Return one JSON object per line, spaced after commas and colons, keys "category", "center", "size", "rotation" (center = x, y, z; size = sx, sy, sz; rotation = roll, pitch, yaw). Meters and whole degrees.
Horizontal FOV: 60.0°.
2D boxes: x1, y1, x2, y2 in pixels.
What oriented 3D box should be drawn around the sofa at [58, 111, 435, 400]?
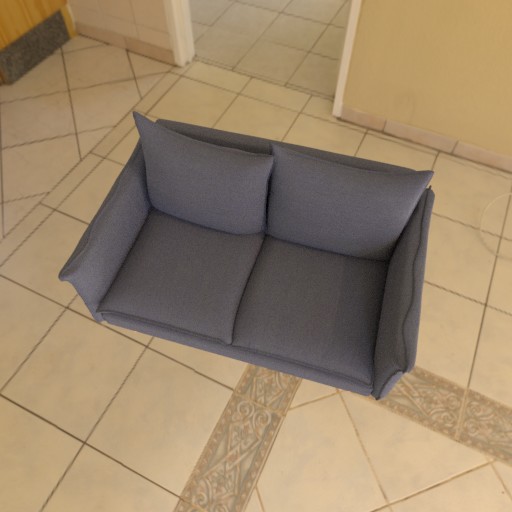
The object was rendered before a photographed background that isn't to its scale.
{"category": "sofa", "center": [0.000, 0.000, 1.843], "size": [1.300, 0.840, 0.820], "rotation": [14, 58, 9]}
